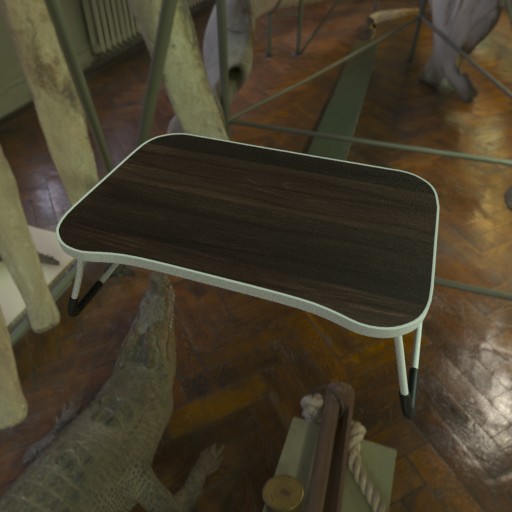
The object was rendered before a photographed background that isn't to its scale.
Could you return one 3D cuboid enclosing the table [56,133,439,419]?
[{"bbox_3d":[0.000,0.000,0.838,0.660,0.232,0.400,13,44,14],"label":"table"}]
